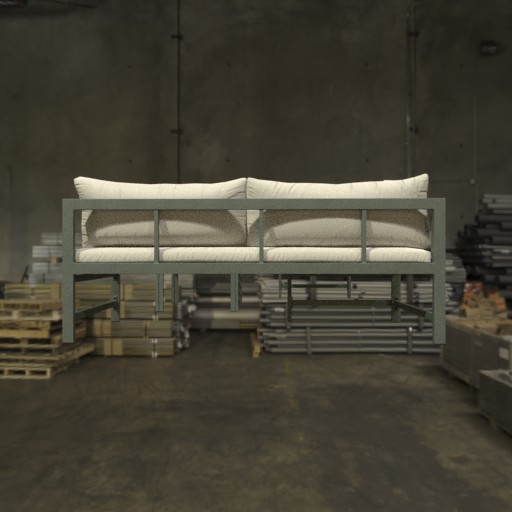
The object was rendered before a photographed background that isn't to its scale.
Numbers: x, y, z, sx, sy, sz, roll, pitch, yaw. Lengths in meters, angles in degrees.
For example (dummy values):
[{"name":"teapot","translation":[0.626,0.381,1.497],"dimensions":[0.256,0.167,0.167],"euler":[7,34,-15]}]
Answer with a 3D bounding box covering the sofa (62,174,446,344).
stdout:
[{"name":"sofa","translation":[0.000,0.000,2.961],"dimensions":[1.658,0.758,2.096],"euler":[0,0,1]}]
